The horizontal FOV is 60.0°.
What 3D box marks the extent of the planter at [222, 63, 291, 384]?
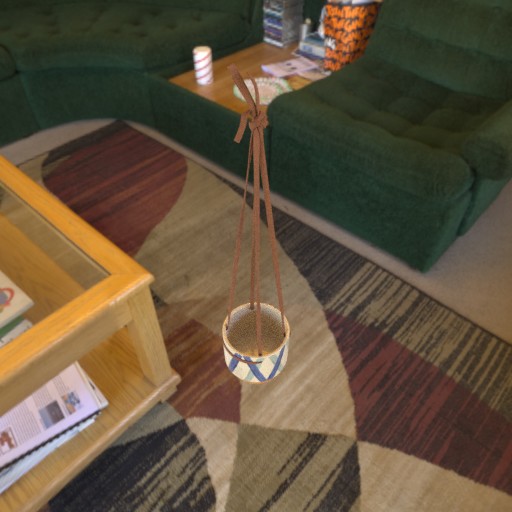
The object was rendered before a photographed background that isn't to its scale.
[{"bbox_3d":[0.000,0.000,0.832,0.153,0.753,0.157,18,49,17],"label":"planter"}]
